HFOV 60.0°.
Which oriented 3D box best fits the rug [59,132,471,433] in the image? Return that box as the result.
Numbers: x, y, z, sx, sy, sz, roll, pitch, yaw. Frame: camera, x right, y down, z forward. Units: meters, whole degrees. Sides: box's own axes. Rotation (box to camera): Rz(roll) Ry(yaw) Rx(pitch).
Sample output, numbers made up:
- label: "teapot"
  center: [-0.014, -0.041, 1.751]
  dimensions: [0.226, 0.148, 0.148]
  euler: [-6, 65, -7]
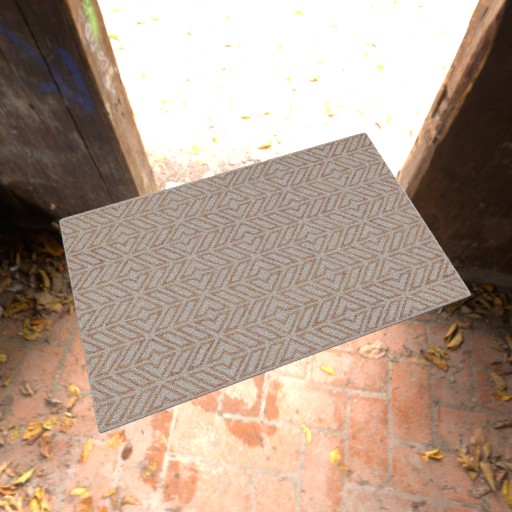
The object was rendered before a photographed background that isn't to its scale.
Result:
- label: "rug"
  center: [0.000, 0.000, 3.025]
  dimensions: [2.438, 0.008, 1.523]
  euler: [-18, 63, -9]
